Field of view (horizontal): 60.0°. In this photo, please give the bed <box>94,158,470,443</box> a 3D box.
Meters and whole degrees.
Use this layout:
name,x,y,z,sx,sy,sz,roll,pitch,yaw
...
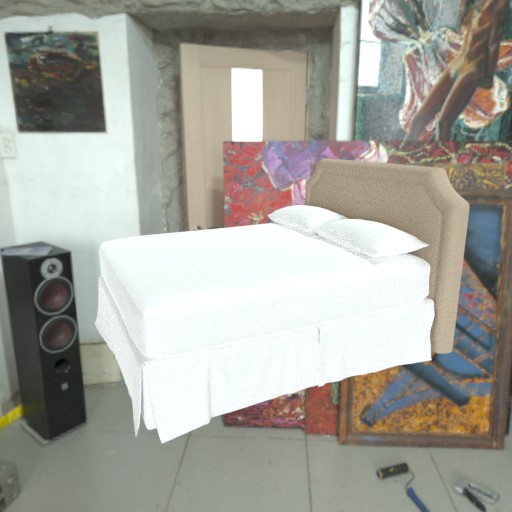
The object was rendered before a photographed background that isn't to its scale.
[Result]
name,x,y,z,sx,sy,sz,roll,pitch,yaw
bed,0.000,0.000,3.271,2.204,1.301,1.828,-7,17,-25
